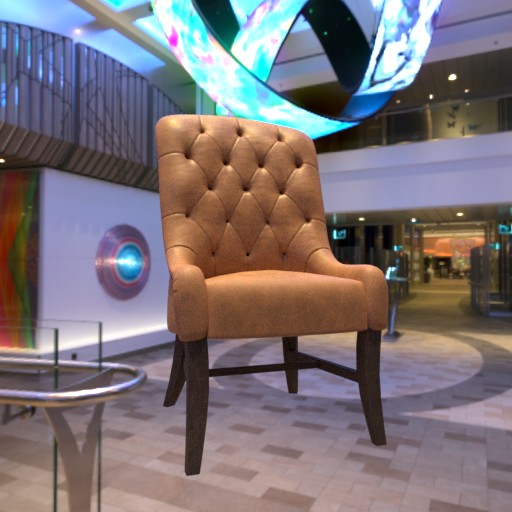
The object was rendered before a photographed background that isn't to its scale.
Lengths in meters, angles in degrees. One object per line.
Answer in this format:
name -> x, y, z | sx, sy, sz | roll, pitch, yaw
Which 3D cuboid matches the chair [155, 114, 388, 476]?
chair -> 0.000, 0.000, 1.478 | 0.634, 1.091, 0.629 | 0, -1, -19
